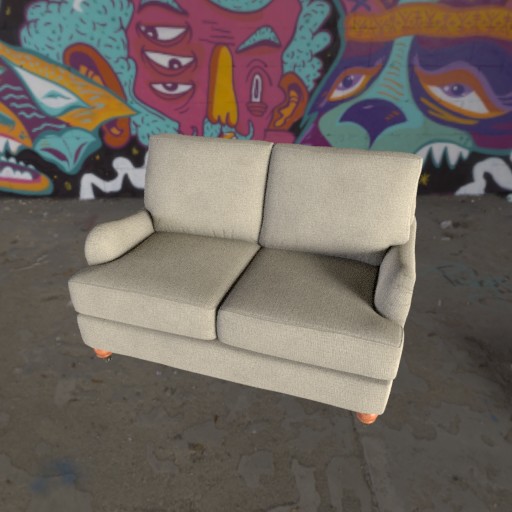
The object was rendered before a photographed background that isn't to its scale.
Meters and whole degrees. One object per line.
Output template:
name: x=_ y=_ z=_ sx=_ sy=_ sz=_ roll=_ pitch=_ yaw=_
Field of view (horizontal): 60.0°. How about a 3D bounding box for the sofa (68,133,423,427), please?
sofa: x=0.000 y=0.000 z=2.201 sx=1.480 sy=0.999 sz=1.087 roll=9 pitch=29 yaw=16
